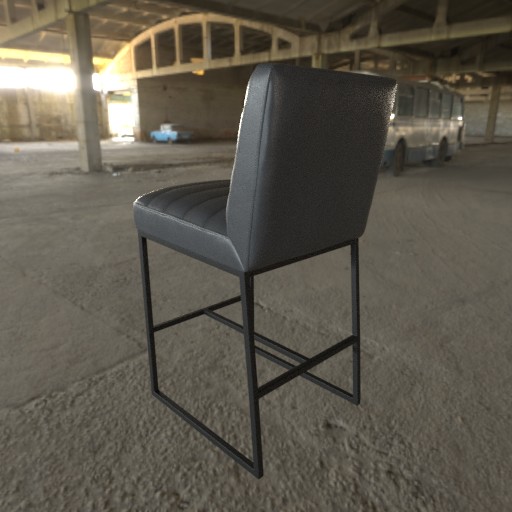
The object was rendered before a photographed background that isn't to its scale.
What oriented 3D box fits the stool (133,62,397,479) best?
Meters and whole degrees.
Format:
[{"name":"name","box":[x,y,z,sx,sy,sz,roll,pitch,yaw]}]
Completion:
[{"name":"stool","box":[0.000,0.000,1.244,0.457,0.938,0.552,-16,23,-42]}]
